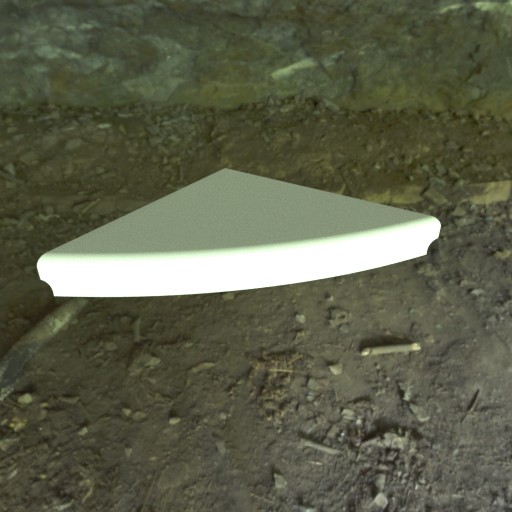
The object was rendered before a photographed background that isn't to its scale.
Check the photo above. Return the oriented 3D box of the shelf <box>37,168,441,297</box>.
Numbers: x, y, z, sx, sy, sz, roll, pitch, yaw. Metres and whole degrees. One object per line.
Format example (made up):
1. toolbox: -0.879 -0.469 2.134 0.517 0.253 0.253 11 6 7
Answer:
1. shelf: 0.000 0.000 0.480 0.310 0.050 0.310 18 35 28
